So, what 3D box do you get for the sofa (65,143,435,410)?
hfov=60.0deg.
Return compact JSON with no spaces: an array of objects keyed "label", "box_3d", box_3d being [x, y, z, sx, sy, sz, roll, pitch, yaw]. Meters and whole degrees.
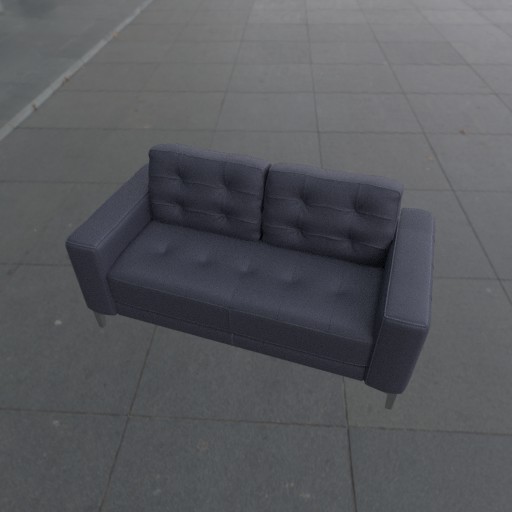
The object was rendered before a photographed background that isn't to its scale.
[{"label":"sofa","box_3d":[0.000,0.000,2.337,1.726,0.893,0.833,12,42,14]}]
